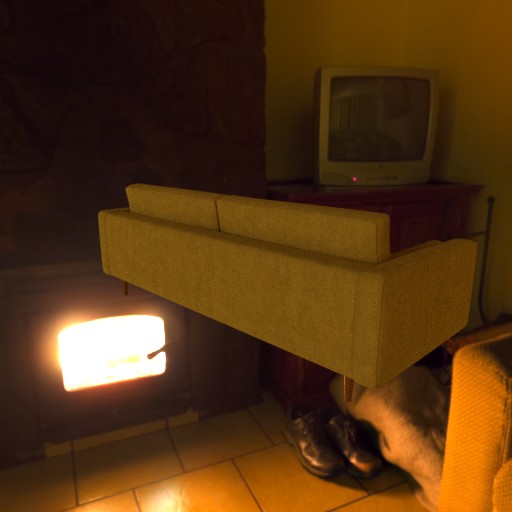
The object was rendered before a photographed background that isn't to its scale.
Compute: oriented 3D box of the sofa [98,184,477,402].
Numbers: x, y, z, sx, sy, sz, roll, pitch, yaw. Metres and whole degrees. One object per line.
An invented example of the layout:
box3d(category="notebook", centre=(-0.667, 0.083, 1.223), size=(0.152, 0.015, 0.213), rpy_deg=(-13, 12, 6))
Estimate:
box3d(category="sofa", centre=(0.000, 0.000, 2.636), size=(0.919, 0.770, 2.200), rpy_deg=(-14, 20, -43))
